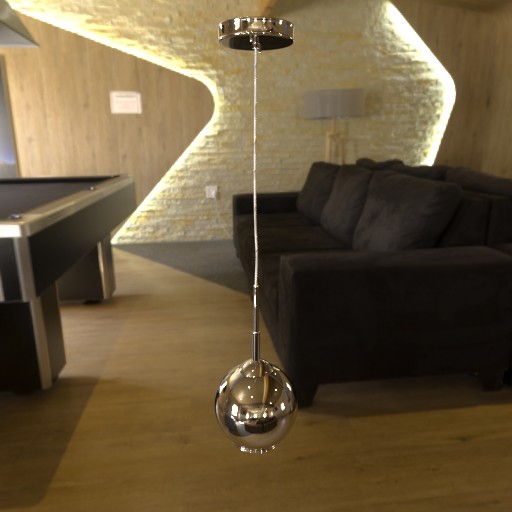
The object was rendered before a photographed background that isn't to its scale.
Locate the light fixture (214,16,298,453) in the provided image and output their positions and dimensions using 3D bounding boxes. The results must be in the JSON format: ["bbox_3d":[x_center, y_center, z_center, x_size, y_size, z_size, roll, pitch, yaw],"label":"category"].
[{"bbox_3d":[0.000,0.000,1.633,0.336,1.538,0.336,2,15,8],"label":"light fixture"}]
